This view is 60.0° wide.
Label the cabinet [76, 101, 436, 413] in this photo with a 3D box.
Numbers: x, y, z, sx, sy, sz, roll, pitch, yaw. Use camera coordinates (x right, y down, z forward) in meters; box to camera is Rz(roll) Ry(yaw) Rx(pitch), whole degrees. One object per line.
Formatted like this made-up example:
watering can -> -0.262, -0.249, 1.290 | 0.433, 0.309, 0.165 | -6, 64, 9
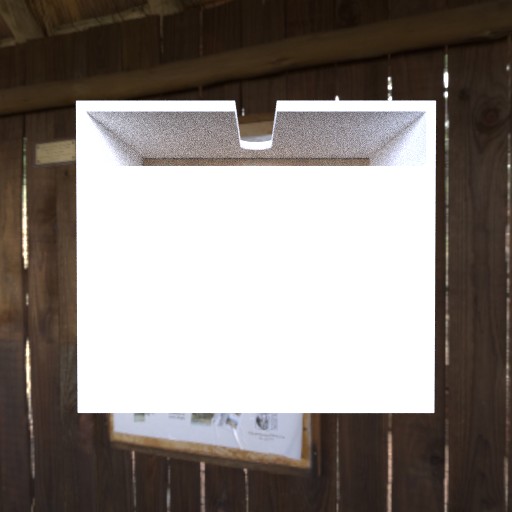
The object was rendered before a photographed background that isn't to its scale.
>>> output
cabinet -> 0.000, 0.000, 0.942 | 0.600, 0.522, 0.400 | 0, 1, 0
